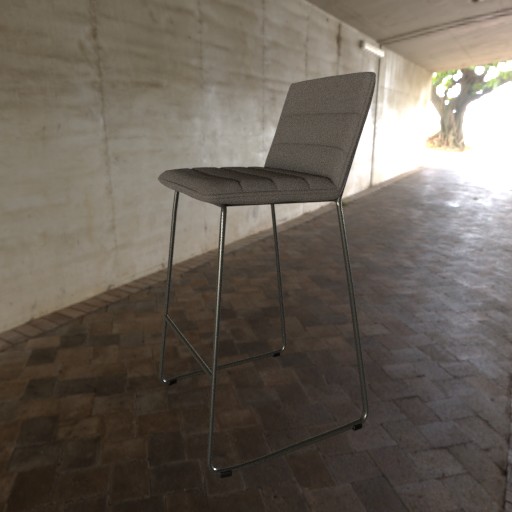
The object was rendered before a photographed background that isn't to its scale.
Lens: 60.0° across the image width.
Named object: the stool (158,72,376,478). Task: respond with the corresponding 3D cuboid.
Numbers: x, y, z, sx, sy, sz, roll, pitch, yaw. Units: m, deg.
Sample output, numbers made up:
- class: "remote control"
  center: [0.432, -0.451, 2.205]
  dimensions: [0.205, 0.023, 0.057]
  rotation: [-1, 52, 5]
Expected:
- class: "stool"
  center: [0.000, 0.000, 1.248]
  dimensions: [0.490, 0.960, 0.490]
  rotation: [-8, 18, -26]
